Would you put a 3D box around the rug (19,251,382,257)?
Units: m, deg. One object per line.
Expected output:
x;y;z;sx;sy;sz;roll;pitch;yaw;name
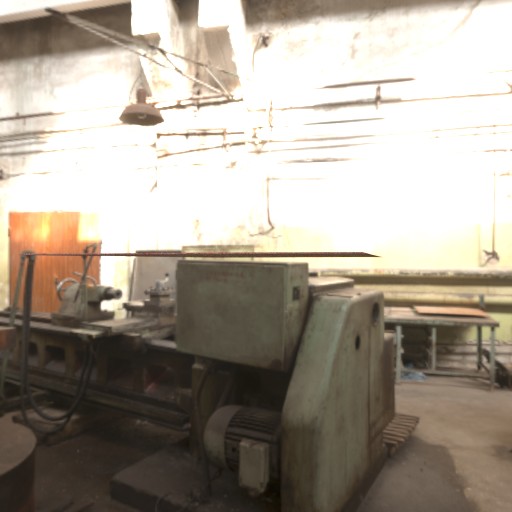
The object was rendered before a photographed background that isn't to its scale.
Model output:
0.000;0.000;2.283;1.219;0.006;1.829;0;-1;17;rug
